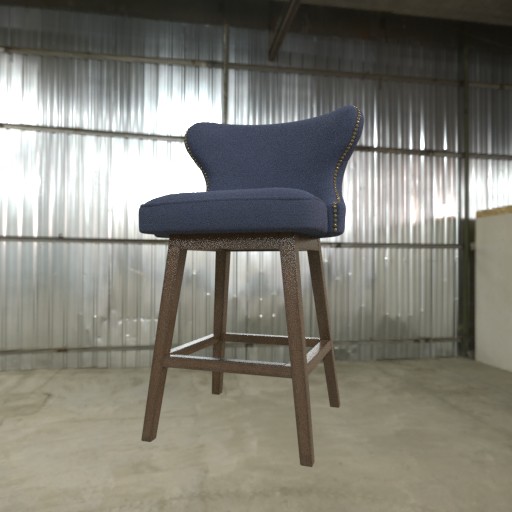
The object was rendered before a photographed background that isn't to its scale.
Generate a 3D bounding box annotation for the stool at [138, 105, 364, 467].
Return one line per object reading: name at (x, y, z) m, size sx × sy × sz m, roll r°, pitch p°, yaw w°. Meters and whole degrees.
stool at (0.000, 0.000, 1.339) m, size 0.615 × 0.972 × 0.597 m, roll 0°, pitch -1°, yaw 19°
